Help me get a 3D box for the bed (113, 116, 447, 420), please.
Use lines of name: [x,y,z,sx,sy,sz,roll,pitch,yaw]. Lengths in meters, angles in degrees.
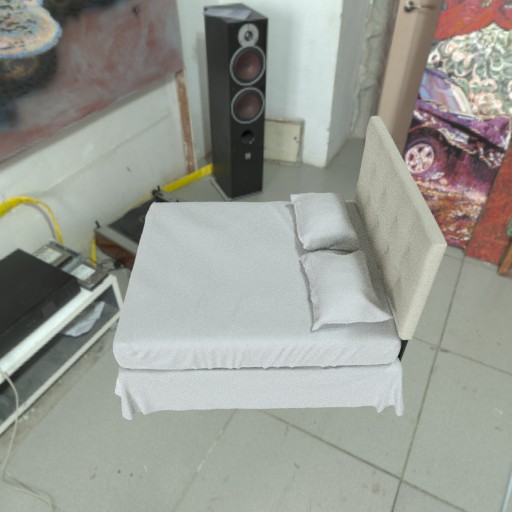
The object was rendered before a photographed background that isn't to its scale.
bed: [0.000,0.000,3.494,2.222,1.577,1.936,-1,42,-1]
